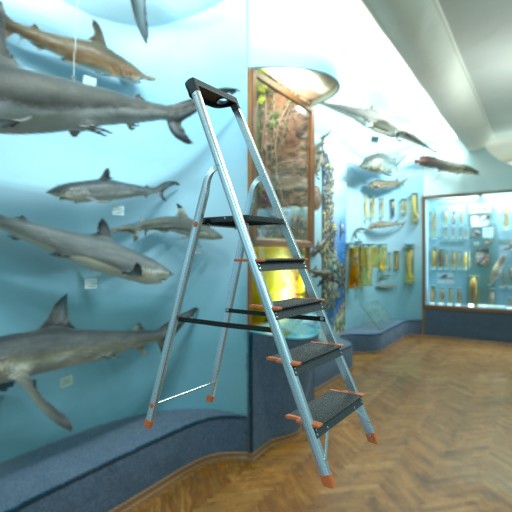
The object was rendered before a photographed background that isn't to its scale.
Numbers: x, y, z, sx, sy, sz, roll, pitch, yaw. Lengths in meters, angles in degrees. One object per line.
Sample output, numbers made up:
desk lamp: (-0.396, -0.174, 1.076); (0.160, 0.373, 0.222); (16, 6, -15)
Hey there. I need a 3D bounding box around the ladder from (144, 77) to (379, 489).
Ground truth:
ladder: (0.000, 0.000, 2.043); (0.995, 1.646, 0.480); (0, 0, 35)
